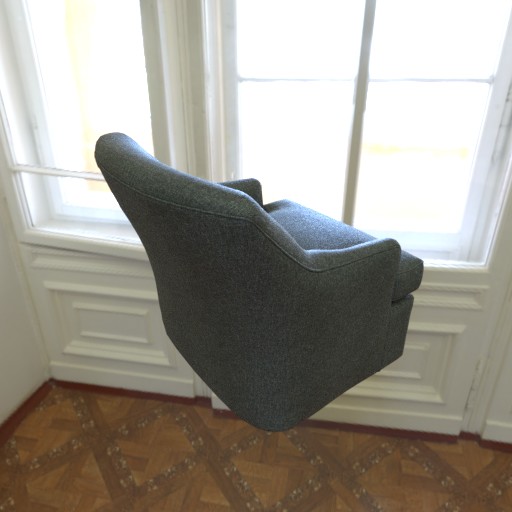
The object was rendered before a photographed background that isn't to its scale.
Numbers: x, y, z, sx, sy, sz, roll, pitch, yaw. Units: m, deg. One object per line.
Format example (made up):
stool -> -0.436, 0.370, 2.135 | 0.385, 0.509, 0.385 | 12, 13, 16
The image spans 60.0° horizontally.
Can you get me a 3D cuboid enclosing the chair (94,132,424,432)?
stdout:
chair -> 0.000, 0.000, 1.568 | 0.923, 0.856, 0.864 | -18, 33, -31
